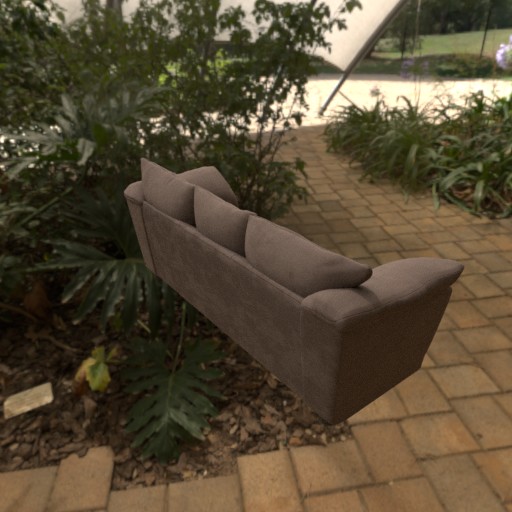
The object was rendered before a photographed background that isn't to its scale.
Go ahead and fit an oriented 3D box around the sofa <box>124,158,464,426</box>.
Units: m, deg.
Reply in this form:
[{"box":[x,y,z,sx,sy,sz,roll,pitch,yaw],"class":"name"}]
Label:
[{"box":[0.000,0.000,2.935,0.893,0.981,2.377,-19,32,-33],"class":"sofa"}]
